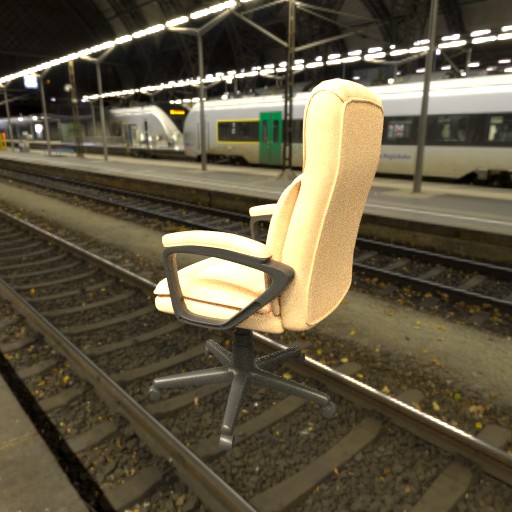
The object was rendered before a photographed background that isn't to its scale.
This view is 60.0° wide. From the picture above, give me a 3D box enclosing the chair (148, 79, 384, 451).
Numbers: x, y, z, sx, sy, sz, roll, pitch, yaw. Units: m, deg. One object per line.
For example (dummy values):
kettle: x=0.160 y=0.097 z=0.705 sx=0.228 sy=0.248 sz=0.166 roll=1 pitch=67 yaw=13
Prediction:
chair: x=0.000 y=0.000 z=1.543 sx=0.724 sy=1.105 sz=0.667 roll=8 pitch=17 yaw=26
